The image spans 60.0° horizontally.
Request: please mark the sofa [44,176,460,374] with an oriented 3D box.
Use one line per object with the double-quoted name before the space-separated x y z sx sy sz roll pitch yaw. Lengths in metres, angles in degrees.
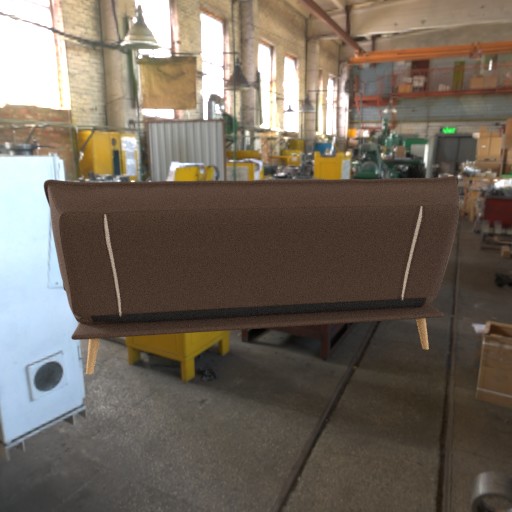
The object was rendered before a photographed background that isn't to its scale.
"sofa" 0.000 0.000 2.433 1.940 0.890 0.950 -2 14 -9
